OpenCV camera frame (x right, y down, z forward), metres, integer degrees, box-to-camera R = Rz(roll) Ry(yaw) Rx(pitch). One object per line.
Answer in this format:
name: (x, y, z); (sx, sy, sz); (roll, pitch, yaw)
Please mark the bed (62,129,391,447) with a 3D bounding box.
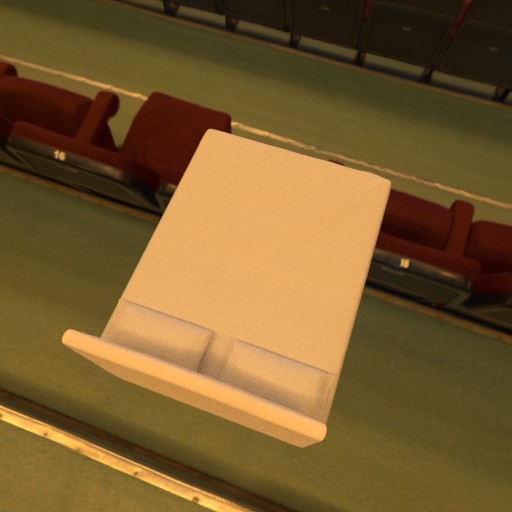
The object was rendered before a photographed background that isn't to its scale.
bed: (0.000, 0.000, 3.682); (1.977, 1.437, 2.477); (18, 67, 8)
